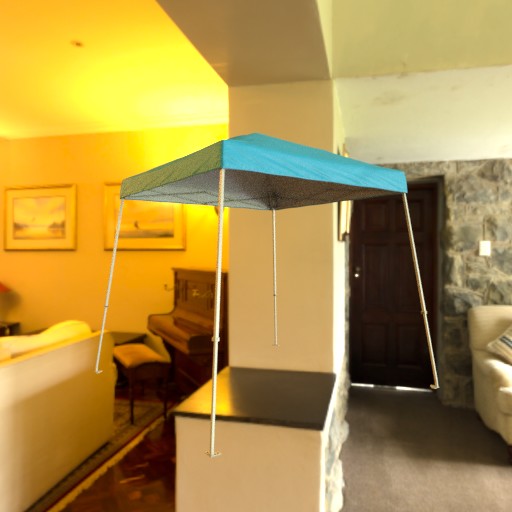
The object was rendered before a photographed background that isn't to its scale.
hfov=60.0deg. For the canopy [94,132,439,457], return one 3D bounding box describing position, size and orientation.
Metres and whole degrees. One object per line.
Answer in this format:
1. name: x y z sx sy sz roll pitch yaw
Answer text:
1. canopy: 0.000 0.000 5.128 2.850 2.850 2.849 0 0 -36
